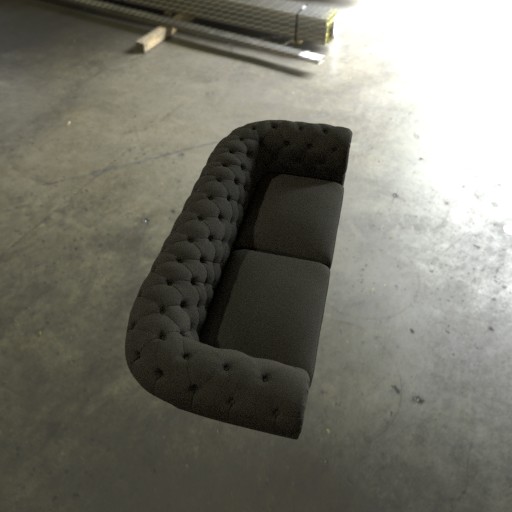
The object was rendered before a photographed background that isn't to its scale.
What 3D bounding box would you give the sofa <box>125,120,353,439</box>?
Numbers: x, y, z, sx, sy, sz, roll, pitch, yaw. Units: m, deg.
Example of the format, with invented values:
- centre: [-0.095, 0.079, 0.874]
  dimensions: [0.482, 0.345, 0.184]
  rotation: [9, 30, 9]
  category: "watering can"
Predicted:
- centre: [0.000, 0.000, 2.912]
  dimensions: [0.991, 0.762, 2.362]
  rotation: [10, 49, 9]
  category: "sofa"
